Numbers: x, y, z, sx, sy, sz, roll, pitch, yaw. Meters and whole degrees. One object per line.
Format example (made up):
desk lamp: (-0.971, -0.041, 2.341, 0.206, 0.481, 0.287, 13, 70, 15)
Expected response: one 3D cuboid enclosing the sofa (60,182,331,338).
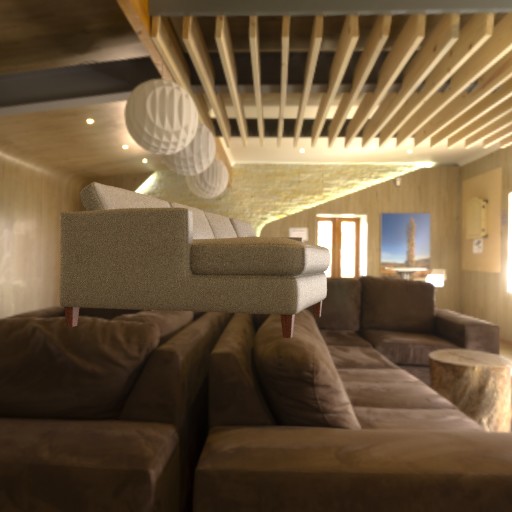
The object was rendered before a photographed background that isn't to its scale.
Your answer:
sofa: (0.000, 0.000, 3.916, 1.502, 0.876, 3.201, 0, -1, 17)
